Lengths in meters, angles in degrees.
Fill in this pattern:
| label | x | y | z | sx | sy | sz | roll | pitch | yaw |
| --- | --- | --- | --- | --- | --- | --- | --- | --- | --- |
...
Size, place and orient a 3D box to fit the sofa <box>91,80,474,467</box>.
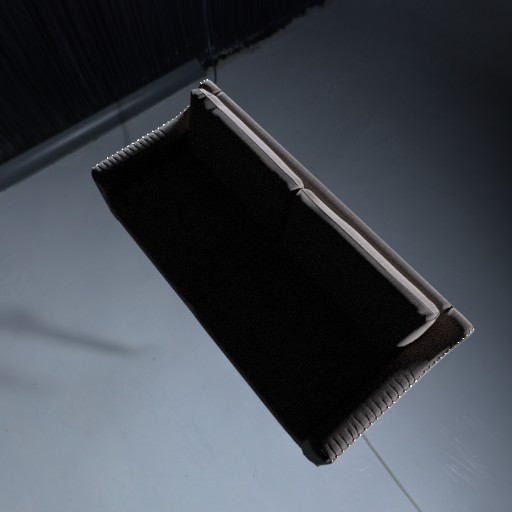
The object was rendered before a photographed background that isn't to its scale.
| label | x | y | z | sx | sy | sz | roll | pitch | yaw |
| --- | --- | --- | --- | --- | --- | --- | --- | --- | --- |
| sofa | 0.000 | 0.000 | 2.664 | 1.000 | 0.857 | 2.208 | -37 | 70 | -16 |
